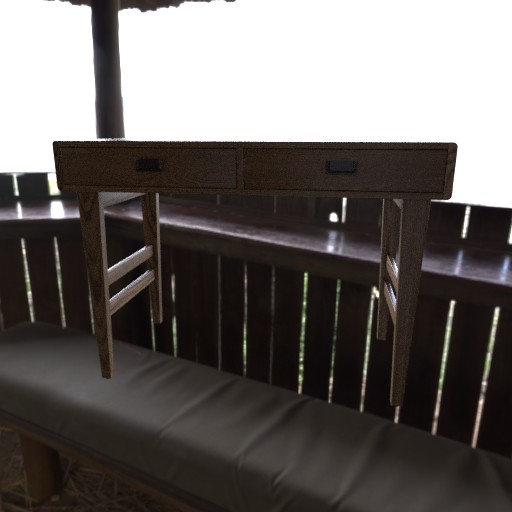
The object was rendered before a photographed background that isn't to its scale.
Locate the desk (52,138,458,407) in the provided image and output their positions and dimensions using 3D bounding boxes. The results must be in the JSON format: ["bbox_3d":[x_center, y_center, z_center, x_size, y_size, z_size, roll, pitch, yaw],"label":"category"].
[{"bbox_3d":[0.000,0.000,1.484,1.067,0.755,0.508,3,16,9],"label":"desk"}]
